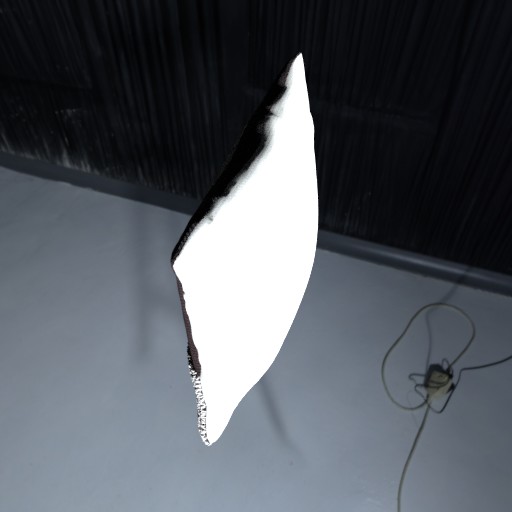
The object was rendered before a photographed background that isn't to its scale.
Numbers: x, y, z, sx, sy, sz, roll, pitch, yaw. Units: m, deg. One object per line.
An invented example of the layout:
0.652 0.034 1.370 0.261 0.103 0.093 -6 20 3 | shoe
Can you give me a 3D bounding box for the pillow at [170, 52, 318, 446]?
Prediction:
0.000 0.000 0.727 0.178 0.473 0.475 15 49 13 | pillow
